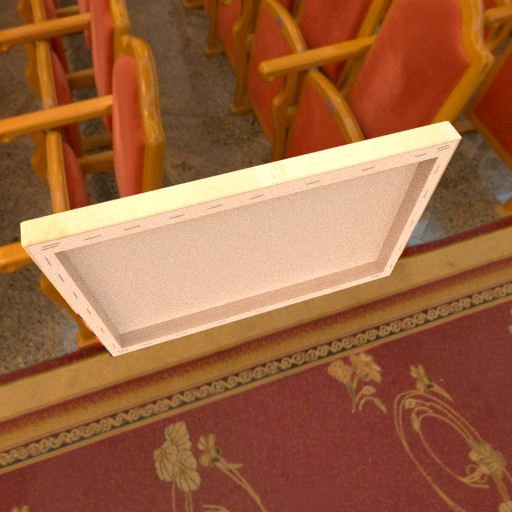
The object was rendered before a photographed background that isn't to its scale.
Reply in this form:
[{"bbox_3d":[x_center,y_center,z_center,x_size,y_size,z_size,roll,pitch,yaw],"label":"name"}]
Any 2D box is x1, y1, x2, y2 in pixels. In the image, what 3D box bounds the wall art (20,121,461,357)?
[{"bbox_3d":[0.000,0.000,0.770,0.613,0.402,0.040,-15,59,-9],"label":"wall art"}]
